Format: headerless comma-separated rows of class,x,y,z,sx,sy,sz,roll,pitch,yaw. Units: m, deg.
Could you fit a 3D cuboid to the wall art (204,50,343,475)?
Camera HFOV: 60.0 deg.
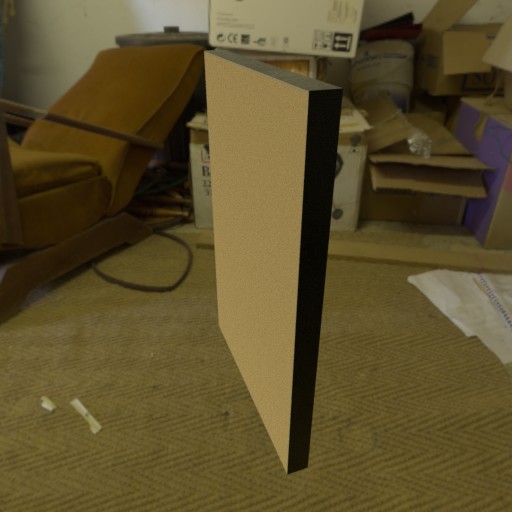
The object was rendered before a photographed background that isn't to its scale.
wall art,0.000,0.000,0.573,0.031,0.457,0.313,-10,32,-17
